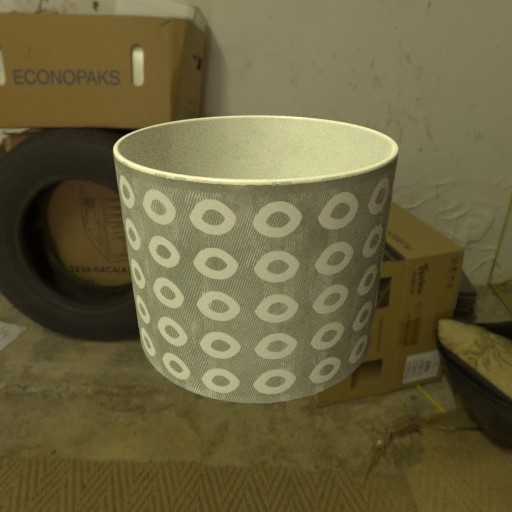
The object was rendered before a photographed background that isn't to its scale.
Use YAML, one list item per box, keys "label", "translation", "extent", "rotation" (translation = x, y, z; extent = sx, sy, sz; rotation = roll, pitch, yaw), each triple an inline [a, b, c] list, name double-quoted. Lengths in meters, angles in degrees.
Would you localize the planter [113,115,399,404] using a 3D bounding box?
- label: "planter"
  translation: [0.000, 0.000, 0.347]
  extent: [0.190, 0.181, 0.190]
  rotation: [0, 27, 0]
